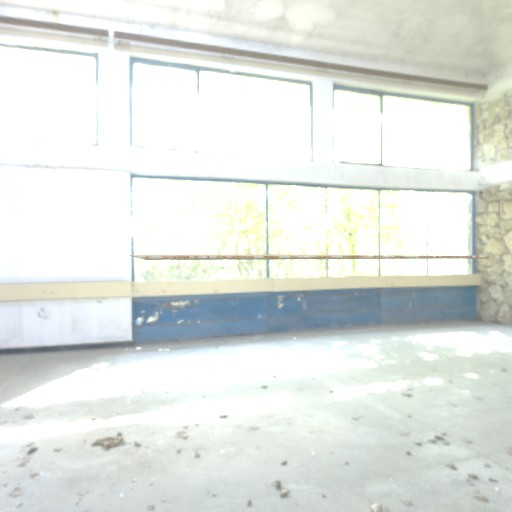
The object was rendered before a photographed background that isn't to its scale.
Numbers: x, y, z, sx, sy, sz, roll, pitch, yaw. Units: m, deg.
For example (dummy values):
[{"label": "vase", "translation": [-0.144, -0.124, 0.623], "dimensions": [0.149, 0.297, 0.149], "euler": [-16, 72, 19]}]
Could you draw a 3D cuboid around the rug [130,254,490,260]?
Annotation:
[{"label": "rug", "translation": [0.000, 0.000, 2.300], "dimensions": [1.219, 0.011, 1.829], "euler": [0, 0, -17]}]
